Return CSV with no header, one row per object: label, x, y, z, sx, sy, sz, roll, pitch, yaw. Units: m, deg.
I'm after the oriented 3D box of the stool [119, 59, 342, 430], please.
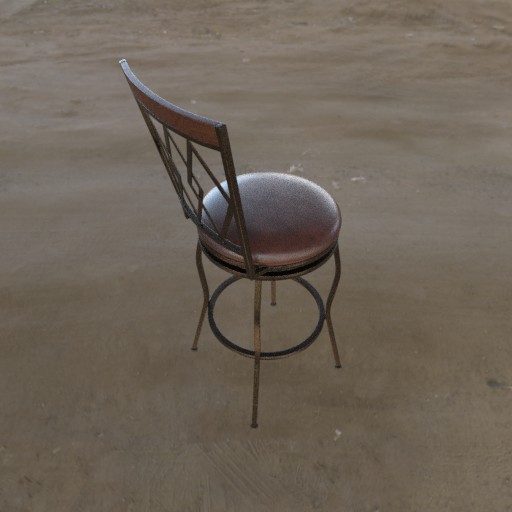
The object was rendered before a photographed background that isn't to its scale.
stool,0.000,0.000,1.355,0.521,1.134,0.432,-26,48,-26
